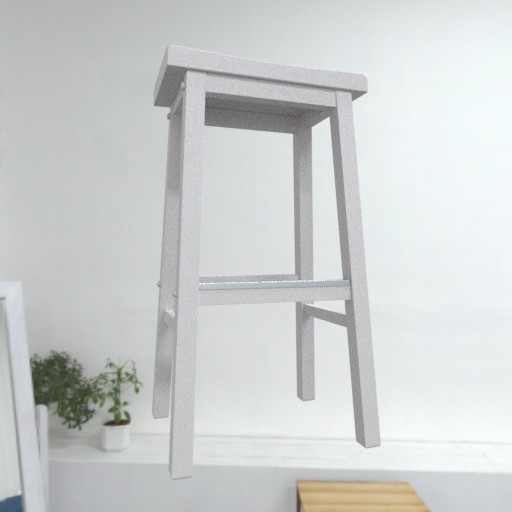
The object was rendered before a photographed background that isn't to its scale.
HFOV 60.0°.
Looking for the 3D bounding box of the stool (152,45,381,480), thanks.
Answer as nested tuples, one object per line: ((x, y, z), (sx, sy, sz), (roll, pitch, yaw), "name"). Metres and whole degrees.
((0.000, 0.000, 0.948), (0.406, 0.742, 0.322), (0, 0, -19), "stool")
